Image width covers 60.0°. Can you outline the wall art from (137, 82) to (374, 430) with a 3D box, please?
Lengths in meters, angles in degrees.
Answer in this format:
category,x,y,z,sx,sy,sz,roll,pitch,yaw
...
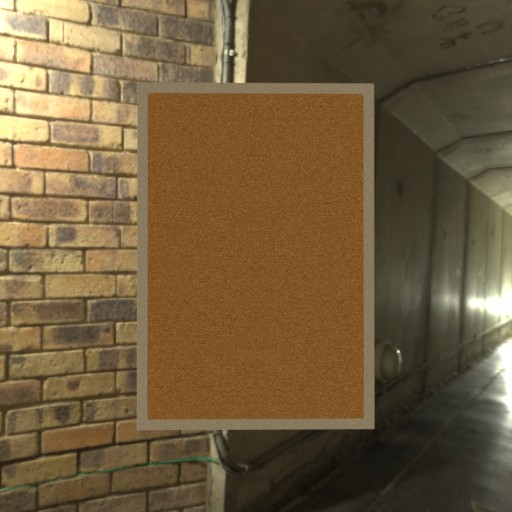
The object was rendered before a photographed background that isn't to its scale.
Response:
category,x,y,z,sx,sy,sz,roll,pitch,yaw
wall art,0.000,0.000,0.859,0.450,0.657,0.038,0,0,-1
